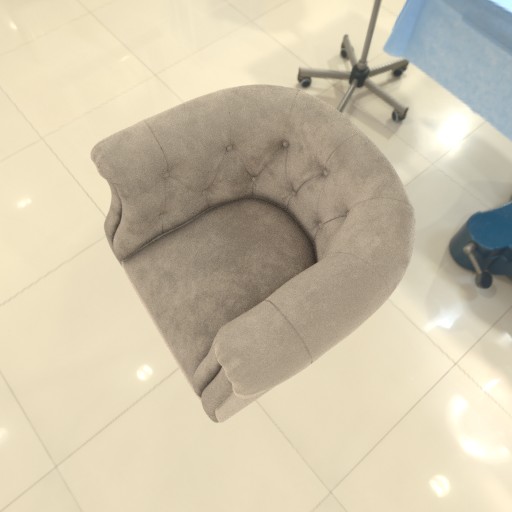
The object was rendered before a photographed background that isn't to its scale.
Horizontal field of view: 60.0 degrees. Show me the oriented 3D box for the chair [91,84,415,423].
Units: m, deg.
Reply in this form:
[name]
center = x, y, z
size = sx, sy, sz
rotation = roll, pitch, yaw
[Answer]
[chair]
center = 0.000, 0.000, 1.579
size = 0.851, 0.826, 0.904
rotation = -31, 68, -14
